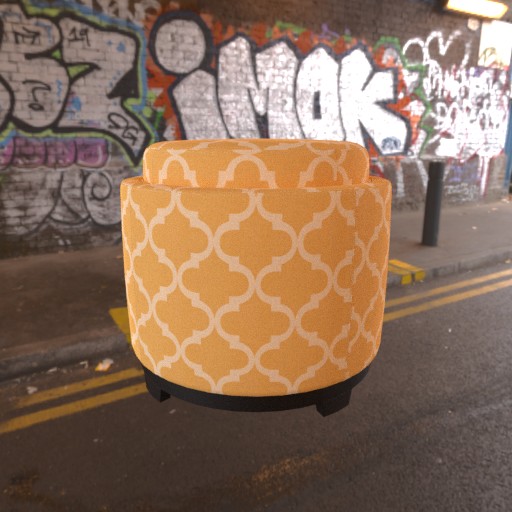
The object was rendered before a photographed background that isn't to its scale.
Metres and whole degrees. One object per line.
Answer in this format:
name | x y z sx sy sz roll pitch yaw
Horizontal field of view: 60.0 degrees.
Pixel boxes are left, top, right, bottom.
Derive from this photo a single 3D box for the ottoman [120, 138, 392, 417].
ottoman | 0.000 0.000 0.839 0.480 0.429 0.480 0 14 0
